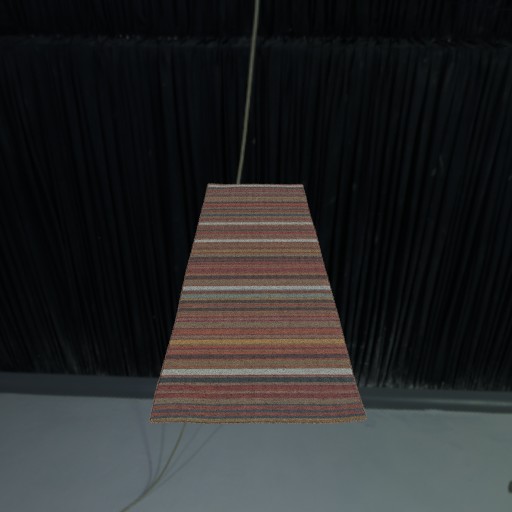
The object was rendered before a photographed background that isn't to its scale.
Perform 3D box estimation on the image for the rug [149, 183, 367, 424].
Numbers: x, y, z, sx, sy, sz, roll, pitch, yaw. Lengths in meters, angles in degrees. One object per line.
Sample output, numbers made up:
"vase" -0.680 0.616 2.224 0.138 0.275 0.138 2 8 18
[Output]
"rug" 0.000 0.000 2.667 0.799 0.030 2.444 0 30 0
